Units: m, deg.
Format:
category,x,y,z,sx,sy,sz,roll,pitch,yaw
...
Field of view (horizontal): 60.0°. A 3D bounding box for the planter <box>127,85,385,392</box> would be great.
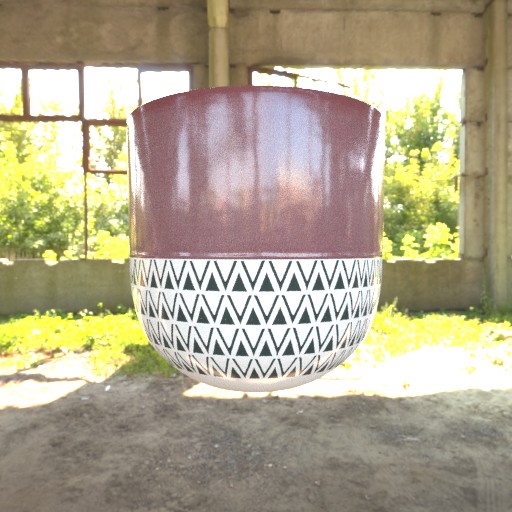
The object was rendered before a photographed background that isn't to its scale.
category,x,y,z,sx,sy,sz,roll,pitch,yaw
planter,0.000,0.000,0.477,0.266,0.270,0.266,0,1,0
